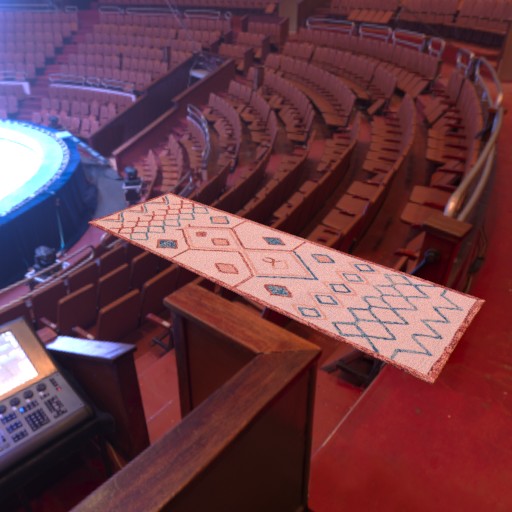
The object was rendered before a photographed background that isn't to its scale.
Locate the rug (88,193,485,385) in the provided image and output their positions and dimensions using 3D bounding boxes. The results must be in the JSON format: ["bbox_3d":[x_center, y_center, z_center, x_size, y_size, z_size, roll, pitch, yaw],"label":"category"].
[{"bbox_3d":[0.000,0.000,2.699,2.435,0.011,0.750,22,36,33],"label":"rug"}]
